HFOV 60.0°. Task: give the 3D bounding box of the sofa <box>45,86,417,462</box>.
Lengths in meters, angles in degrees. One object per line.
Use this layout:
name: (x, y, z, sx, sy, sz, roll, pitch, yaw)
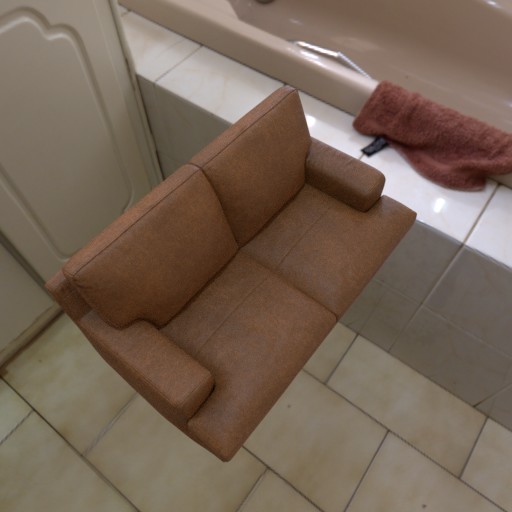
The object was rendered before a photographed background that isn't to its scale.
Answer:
sofa: (0.000, 0.000, 2.512, 1.144, 0.966, 1.880, 35, 64, 20)
